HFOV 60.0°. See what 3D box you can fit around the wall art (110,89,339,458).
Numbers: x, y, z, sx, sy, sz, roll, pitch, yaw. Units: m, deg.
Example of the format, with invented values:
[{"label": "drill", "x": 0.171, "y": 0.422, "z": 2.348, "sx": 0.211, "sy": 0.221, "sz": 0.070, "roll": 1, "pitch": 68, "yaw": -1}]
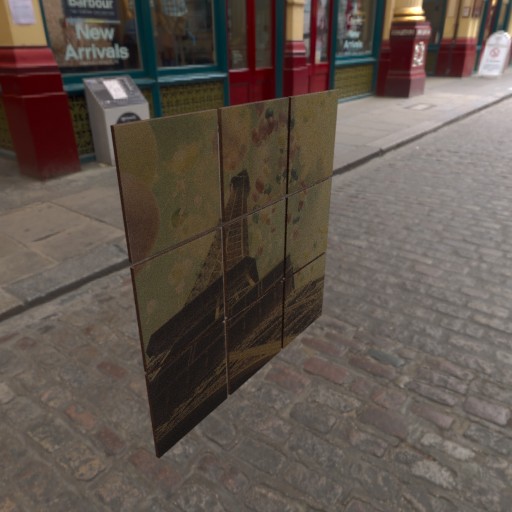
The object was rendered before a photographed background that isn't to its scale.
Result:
[{"label": "wall art", "x": 0.000, "y": 0.000, "z": 1.889, "sx": 0.017, "sy": 1.246, "sz": 1.256, "roll": 18, "pitch": 31, "yaw": 33}]
